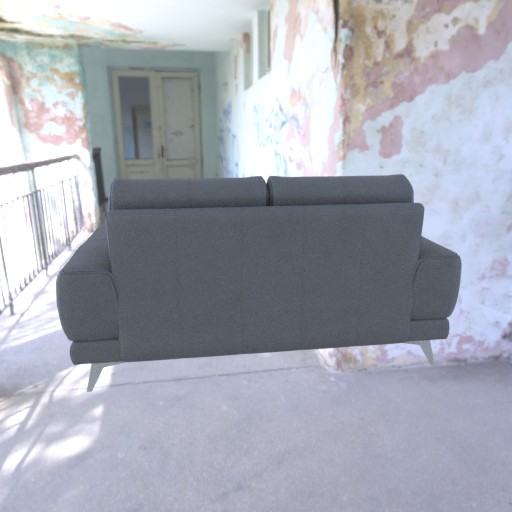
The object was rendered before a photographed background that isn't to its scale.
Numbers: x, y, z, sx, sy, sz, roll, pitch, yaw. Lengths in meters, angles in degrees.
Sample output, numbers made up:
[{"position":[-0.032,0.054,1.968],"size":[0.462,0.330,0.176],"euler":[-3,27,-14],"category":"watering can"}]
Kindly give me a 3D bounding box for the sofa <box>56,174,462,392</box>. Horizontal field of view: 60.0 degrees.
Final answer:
[{"position":[0.000,0.000,2.374],"size":[1.806,0.907,1.018],"euler":[-2,16,-8],"category":"sofa"}]
